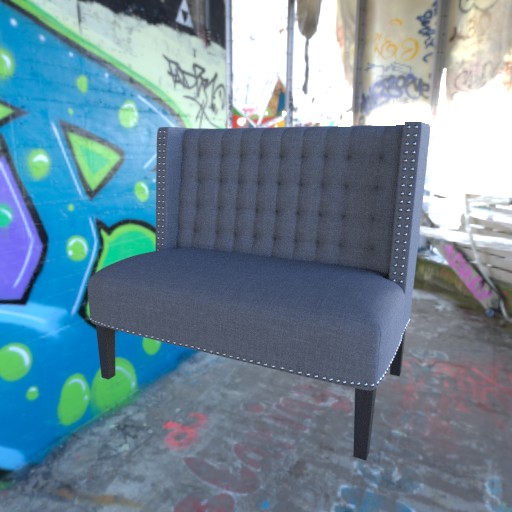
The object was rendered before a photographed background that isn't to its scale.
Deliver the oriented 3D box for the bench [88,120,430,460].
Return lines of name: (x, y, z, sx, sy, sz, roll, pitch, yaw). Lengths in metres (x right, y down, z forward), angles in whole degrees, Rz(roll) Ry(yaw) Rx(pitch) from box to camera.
bench: (0.000, 0.000, 1.944, 1.276, 1.121, 0.842, 7, 15, 26)
